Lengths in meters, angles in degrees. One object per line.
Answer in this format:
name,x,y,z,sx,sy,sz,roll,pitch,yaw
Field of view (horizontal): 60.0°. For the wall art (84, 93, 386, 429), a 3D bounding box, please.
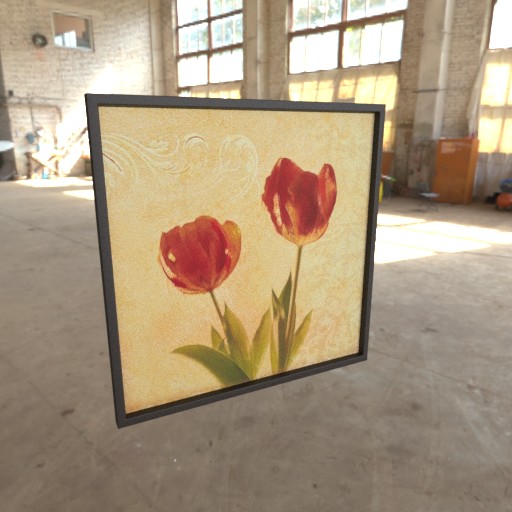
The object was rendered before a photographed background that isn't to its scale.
wall art,0.000,0.000,1.212,0.805,0.807,0.043,-7,17,-25
